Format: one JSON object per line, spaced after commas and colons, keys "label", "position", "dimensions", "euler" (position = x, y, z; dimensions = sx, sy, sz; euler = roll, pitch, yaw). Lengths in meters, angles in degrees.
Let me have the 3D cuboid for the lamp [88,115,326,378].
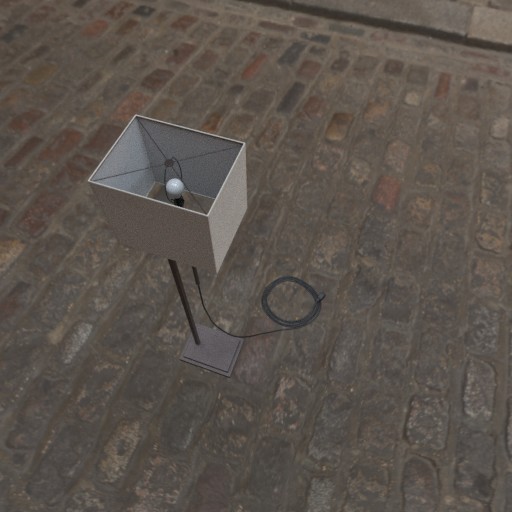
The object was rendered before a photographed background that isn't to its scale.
{"label": "lamp", "position": [0.000, 0.000, 2.015], "dimensions": [0.698, 1.600, 0.774], "euler": [17, 60, 10]}
